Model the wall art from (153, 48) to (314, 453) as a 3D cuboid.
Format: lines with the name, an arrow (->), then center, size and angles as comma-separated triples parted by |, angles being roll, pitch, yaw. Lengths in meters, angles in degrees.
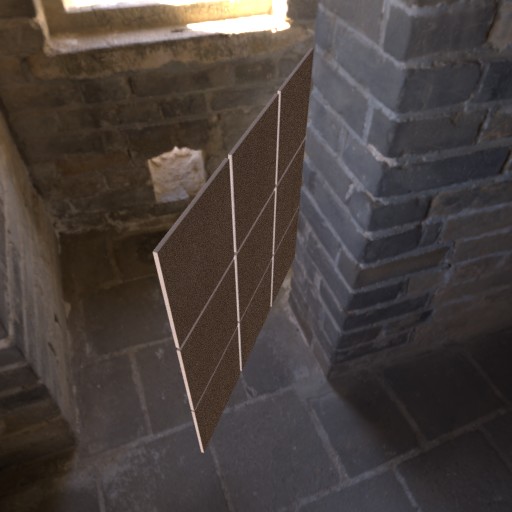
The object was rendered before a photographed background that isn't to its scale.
wall art -> 0.000, 0.000, 1.820 | 0.013, 1.218, 1.219 | 16, 49, 15
